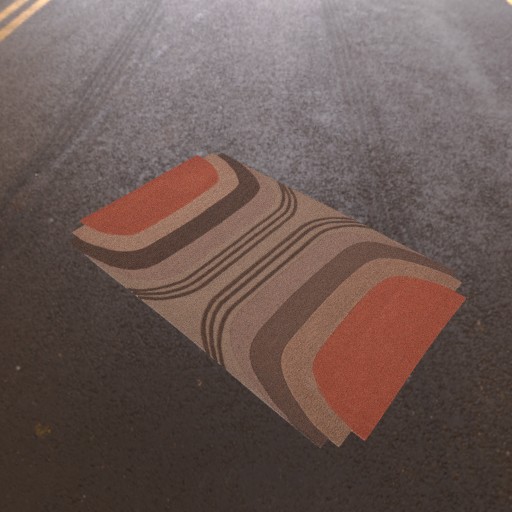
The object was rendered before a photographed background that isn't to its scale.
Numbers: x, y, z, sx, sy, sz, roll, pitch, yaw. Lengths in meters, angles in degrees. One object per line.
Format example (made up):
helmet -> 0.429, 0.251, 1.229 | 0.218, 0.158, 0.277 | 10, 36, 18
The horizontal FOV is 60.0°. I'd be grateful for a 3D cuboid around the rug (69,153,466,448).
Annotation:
rug -> 0.000, 0.000, 3.010 | 2.446, 0.017, 1.530 | 32, 53, 28
